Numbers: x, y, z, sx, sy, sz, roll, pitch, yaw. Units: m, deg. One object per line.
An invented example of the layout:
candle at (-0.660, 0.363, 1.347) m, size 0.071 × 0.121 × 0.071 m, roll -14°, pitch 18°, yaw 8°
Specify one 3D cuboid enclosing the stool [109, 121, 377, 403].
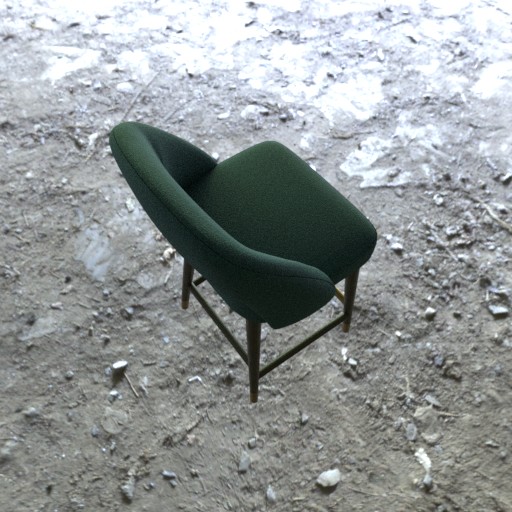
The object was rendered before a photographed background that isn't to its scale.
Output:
stool at (0.000, 0.000, 1.258) m, size 0.522 × 0.939 × 0.536 m, roll -33°, pitch 63°, yaw -19°
